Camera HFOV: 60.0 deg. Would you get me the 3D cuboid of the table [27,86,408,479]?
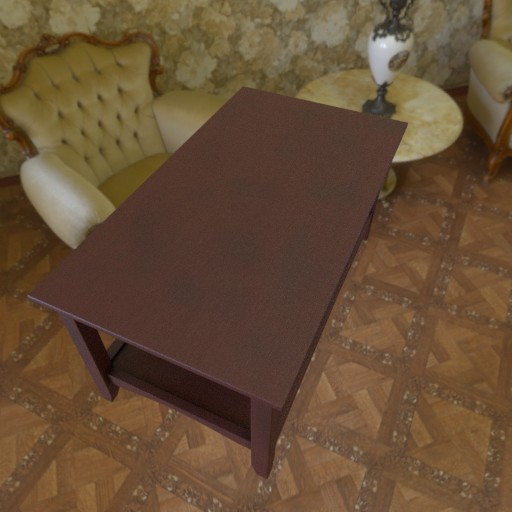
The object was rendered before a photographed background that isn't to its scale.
[{"bbox_3d":[0.000,0.000,1.230,0.533,0.456,0.943,19,50,17],"label":"table"}]
